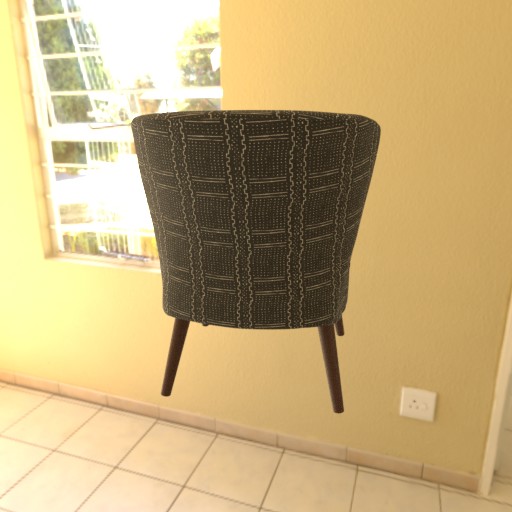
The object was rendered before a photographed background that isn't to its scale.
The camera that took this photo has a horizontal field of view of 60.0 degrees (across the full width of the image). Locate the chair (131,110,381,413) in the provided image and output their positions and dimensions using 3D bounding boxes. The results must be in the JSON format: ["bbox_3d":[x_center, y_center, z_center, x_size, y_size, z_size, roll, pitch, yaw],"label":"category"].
[{"bbox_3d":[0.000,0.000,1.423,0.710,0.866,0.758,3,16,9],"label":"chair"}]
